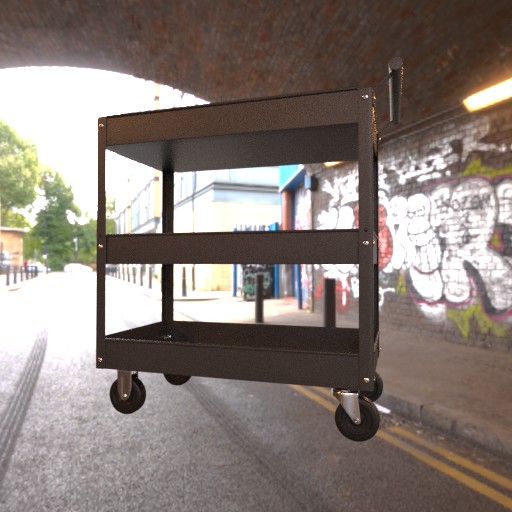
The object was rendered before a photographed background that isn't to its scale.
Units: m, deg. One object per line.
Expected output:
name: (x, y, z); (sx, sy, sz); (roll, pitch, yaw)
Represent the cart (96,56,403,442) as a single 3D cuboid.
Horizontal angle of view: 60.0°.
cart: (0.000, 0.000, 1.146); (0.719, 0.780, 0.366); (0, -1, 17)
